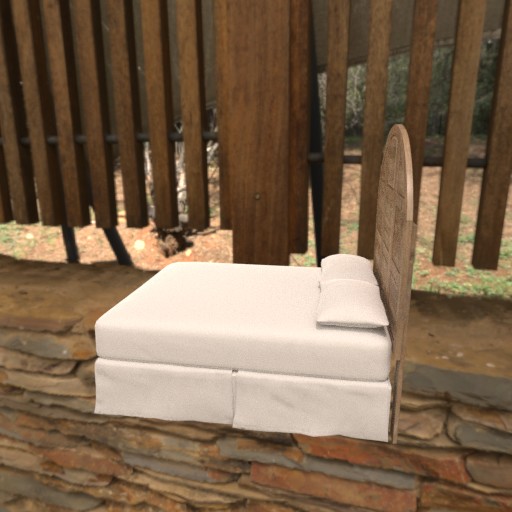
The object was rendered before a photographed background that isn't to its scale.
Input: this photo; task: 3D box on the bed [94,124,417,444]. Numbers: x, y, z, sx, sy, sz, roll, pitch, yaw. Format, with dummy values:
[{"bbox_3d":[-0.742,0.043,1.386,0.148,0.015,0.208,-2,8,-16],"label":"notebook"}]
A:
[{"bbox_3d":[0.000,0.000,3.529,2.112,2.002,1.713,2,15,9],"label":"bed"}]
